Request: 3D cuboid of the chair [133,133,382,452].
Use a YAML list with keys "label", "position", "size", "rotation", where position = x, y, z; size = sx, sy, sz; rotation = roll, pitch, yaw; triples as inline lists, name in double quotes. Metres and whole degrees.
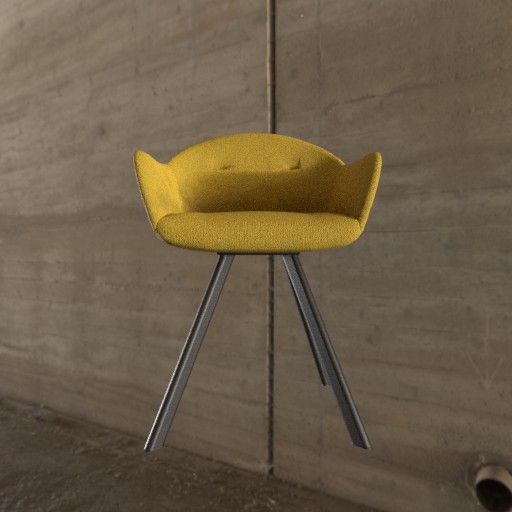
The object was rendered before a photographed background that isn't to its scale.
- label: "chair"
  position: [0.000, 0.000, 1.165]
  size: [0.545, 0.775, 0.565]
  rotation: [0, 0, -1]
